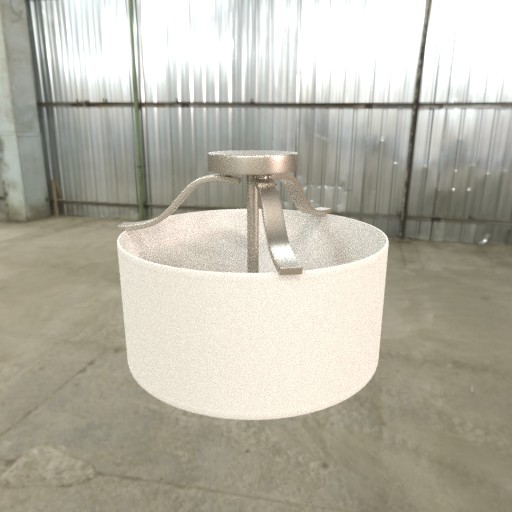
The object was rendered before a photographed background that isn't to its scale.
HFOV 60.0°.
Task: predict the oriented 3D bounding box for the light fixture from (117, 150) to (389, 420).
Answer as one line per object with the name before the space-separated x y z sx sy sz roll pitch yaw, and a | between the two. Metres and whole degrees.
light fixture | 0.000 0.000 0.664 0.395 0.304 0.395 0 16 0
